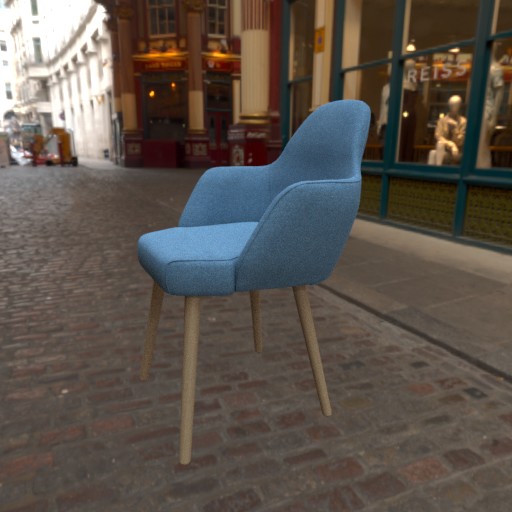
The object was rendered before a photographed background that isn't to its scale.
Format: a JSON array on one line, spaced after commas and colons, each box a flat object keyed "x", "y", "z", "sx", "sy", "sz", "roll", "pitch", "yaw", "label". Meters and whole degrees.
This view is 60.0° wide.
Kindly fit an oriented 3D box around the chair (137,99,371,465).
[{"x": 0.000, "y": 0.000, "z": 1.353, "sx": 0.666, "sy": 0.920, "sz": 0.589, "roll": -8, "pitch": 17, "yaw": -26, "label": "chair"}]
